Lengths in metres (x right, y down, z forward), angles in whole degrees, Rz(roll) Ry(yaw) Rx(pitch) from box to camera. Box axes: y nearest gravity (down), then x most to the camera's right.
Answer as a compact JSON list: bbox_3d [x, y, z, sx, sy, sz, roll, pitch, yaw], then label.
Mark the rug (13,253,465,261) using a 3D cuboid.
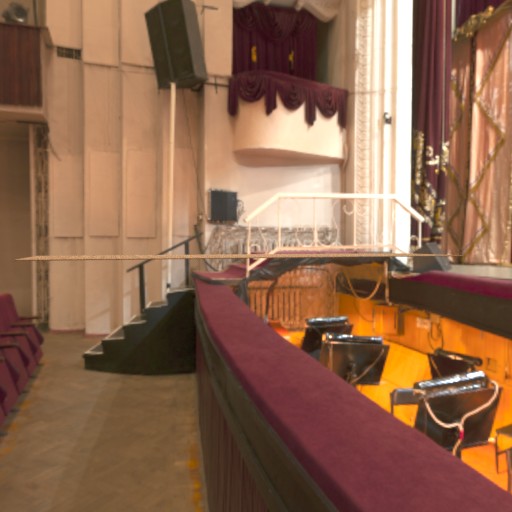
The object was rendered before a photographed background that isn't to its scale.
[{"bbox_3d":[0.000,0.000,2.623,2.437,0.005,0.688,-1,2,-18],"label":"rug"}]
